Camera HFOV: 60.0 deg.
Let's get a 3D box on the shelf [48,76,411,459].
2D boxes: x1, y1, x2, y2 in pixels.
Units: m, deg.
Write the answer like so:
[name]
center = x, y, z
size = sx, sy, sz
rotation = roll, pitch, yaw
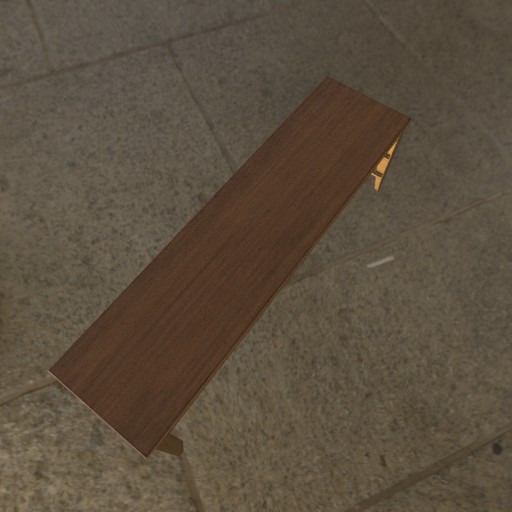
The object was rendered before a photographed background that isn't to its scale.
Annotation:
[shelf]
center = 0.000, 0.000, 0.722
size = 0.166, 0.190, 0.636
rotation = 34, 68, 16
